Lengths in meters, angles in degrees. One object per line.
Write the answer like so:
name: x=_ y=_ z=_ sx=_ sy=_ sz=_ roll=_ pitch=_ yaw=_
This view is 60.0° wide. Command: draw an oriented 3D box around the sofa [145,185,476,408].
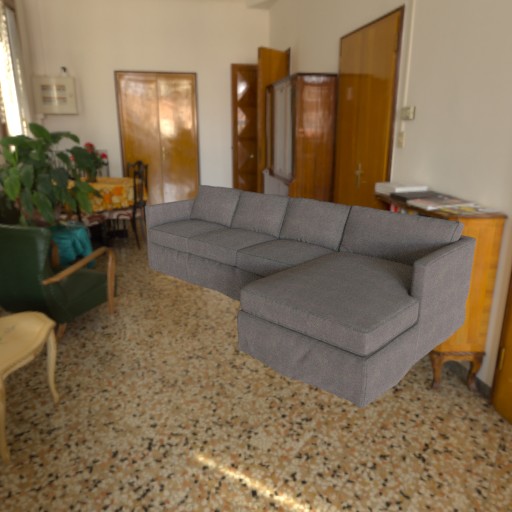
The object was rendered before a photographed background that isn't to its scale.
sofa: x=0.000 y=0.000 z=3.959 sx=3.205 sy=0.922 sz=1.650 roll=15 pitch=22 yaw=41
